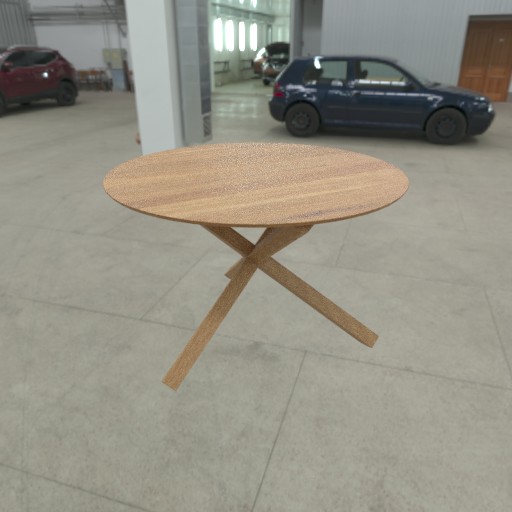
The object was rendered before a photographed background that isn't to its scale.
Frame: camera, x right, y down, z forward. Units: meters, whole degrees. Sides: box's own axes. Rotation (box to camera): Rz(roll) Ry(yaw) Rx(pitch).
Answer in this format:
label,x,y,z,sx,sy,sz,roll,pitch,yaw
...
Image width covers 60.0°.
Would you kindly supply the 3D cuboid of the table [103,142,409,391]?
label,x,y,z,sx,sy,sz,roll,pitch,yaw
table,0.000,0.000,1.714,1.038,0.666,1.038,0,25,0
